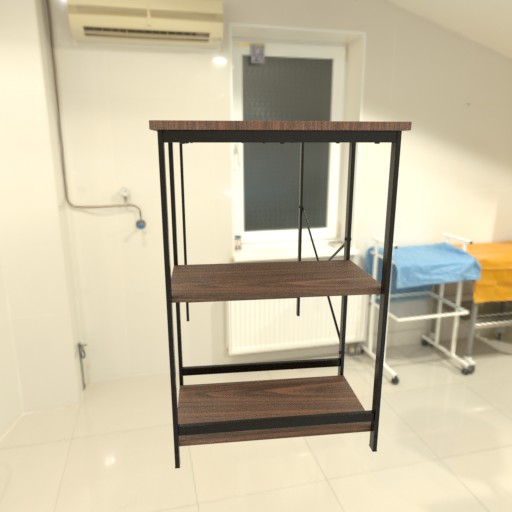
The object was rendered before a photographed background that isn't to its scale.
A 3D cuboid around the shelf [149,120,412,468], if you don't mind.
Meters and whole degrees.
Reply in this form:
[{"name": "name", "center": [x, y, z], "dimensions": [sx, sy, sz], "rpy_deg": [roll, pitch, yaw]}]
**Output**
[{"name": "shelf", "center": [0.000, 0.000, 1.354], "dimensions": [0.498, 0.750, 0.902], "rpy_deg": [-2, 14, -7]}]
